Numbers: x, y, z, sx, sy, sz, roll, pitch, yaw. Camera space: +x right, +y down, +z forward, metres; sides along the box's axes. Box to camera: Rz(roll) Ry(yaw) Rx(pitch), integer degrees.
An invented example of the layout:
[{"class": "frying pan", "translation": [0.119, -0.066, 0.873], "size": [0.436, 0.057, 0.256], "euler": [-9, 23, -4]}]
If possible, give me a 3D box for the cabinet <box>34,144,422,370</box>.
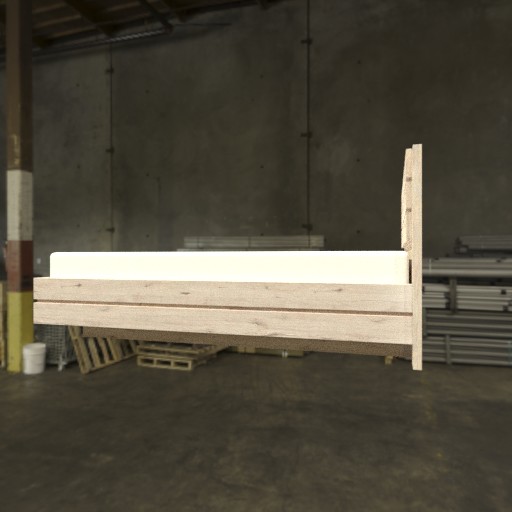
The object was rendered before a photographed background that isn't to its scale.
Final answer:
[{"class": "cabinet", "translation": [0.000, 0.000, 3.110], "size": [2.080, 0.970, 1.950], "euler": [0, 0, 17]}]
